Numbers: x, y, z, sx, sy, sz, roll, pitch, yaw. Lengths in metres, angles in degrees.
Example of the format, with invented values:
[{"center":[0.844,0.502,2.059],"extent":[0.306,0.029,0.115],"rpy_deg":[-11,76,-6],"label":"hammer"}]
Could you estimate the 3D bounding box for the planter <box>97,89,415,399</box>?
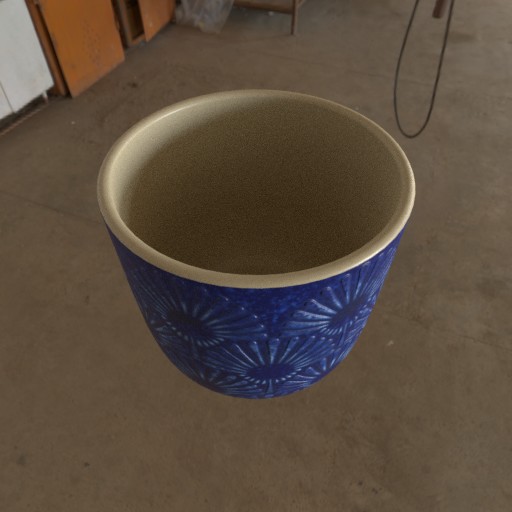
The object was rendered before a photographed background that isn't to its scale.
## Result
[{"center":[0.000,0.000,0.216],"extent":[0.124,0.109,0.124],"rpy_deg":[0,48,0],"label":"planter"}]
